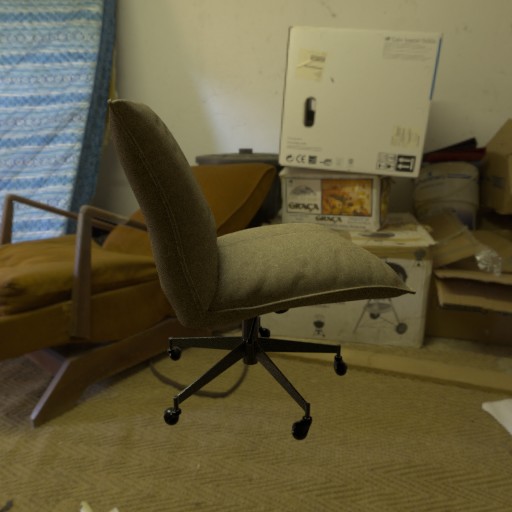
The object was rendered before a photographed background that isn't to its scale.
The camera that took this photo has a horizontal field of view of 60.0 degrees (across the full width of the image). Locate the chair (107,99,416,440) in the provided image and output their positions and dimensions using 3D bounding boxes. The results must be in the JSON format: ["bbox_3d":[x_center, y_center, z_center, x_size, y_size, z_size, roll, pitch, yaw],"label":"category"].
[{"bbox_3d":[0.000,0.000,1.244,0.696,0.811,0.597,-3,17,-11],"label":"chair"}]
